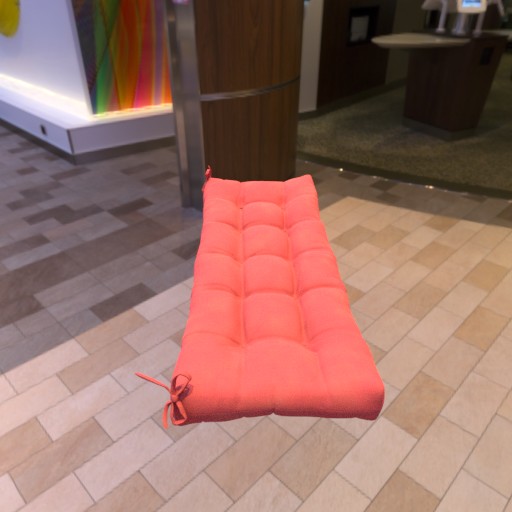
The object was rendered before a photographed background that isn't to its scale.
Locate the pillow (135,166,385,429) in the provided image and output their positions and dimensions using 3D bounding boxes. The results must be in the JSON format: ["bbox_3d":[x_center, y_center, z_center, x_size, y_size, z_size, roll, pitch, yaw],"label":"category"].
[{"bbox_3d":[0.000,0.000,1.368,0.511,0.174,1.194,-1,32,-1],"label":"pillow"}]
